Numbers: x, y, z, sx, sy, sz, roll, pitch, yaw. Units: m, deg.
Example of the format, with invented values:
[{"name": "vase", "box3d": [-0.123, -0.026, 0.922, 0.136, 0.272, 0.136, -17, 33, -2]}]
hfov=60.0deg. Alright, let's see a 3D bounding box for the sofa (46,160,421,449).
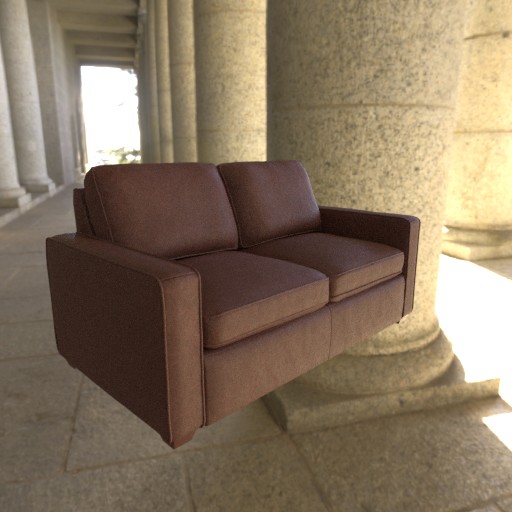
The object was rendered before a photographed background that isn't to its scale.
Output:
[{"name": "sofa", "box3d": [0.000, 0.000, 2.217, 1.709, 0.918, 0.947, -13, 19, -43]}]
